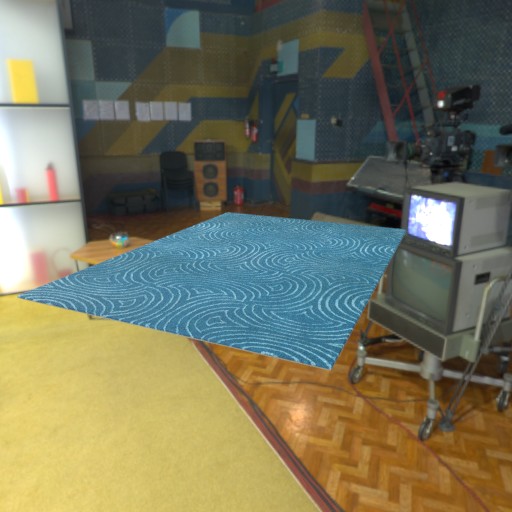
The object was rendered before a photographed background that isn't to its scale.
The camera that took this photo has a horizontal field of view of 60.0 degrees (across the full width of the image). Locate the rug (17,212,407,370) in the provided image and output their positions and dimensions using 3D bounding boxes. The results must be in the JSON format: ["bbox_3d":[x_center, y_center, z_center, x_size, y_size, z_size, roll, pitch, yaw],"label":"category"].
[{"bbox_3d":[0.000,0.000,2.751,1.543,0.015,2.144,8,19,23],"label":"rug"}]
